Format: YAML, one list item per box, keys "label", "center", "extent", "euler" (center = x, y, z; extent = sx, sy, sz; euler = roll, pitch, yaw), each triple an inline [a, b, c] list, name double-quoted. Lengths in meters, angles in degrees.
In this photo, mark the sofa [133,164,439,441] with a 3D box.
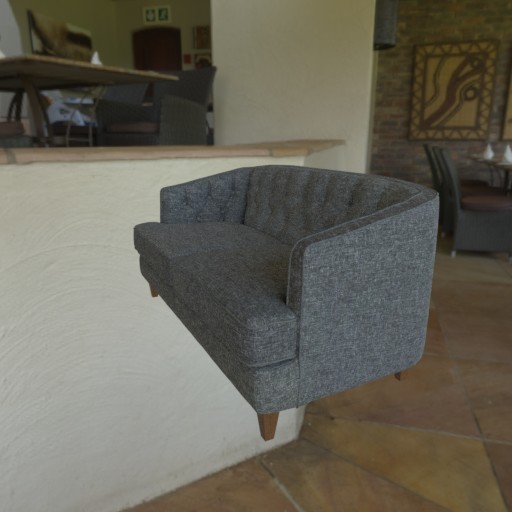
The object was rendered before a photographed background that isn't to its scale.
- label: "sofa"
  center: [0.000, 0.000, 2.290]
  extent: [0.941, 0.855, 1.733]
  euler: [-8, 17, -26]
